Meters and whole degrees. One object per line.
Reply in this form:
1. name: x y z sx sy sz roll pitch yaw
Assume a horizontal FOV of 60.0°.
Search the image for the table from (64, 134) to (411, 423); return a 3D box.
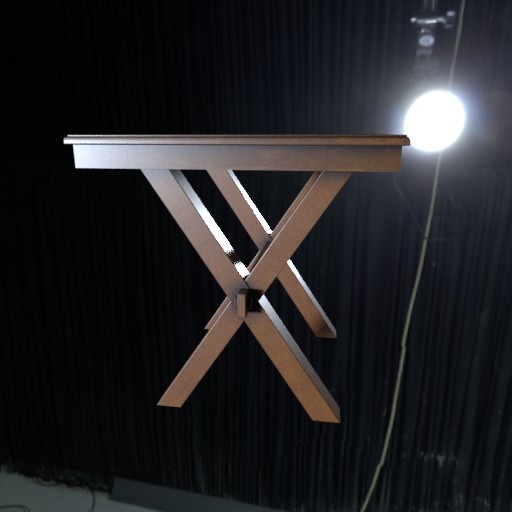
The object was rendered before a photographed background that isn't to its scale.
1. table: 0.000 0.000 1.062 0.560 0.562 0.602 2 16 8
